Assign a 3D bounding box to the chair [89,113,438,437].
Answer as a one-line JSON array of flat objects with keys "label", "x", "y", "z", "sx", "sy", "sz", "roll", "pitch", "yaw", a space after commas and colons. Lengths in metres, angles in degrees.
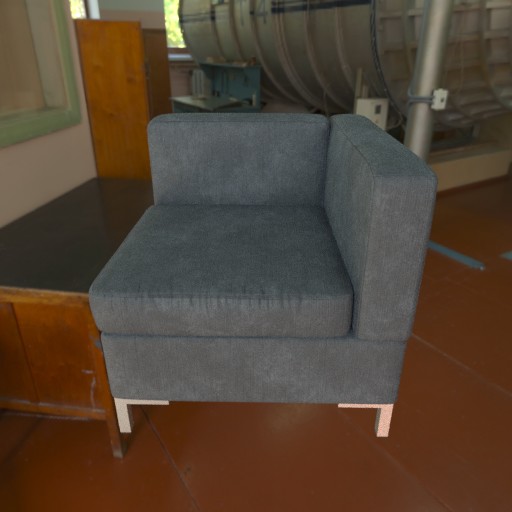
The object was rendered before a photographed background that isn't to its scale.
[{"label": "chair", "x": 0.000, "y": 0.000, "z": 1.190, "sx": 0.680, "sy": 0.660, "sz": 0.680, "roll": 1, "pitch": 26, "yaw": 1}]
